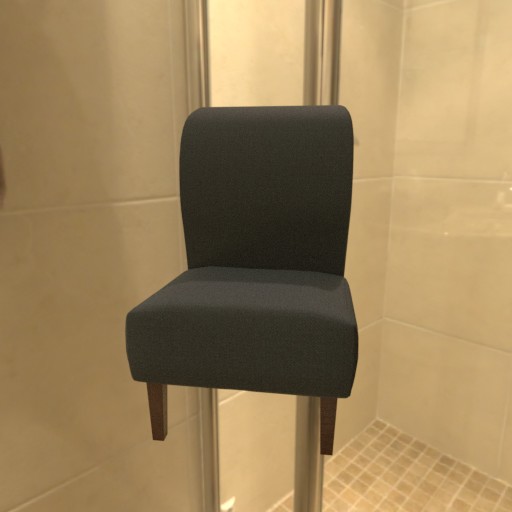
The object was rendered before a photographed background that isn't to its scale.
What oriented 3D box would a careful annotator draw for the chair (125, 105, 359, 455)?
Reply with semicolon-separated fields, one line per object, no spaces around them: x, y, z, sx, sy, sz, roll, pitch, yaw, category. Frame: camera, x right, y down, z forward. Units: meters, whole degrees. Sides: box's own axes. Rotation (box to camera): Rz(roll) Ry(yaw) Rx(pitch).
0.000;0.000;1.171;0.513;0.804;0.592;2;13;7;chair
